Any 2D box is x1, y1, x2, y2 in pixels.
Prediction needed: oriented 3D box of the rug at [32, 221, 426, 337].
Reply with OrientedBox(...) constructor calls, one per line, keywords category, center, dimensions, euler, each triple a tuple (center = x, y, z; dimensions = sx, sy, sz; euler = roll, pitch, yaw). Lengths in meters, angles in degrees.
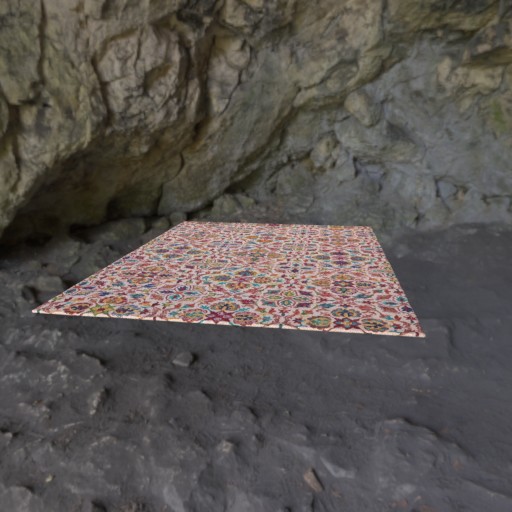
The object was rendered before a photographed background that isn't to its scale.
OrientedBox(category="rug", center=(0.000, 0.000, 4.221), dimensions=(2.446, 0.020, 3.215), euler=(2, 15, 8))
